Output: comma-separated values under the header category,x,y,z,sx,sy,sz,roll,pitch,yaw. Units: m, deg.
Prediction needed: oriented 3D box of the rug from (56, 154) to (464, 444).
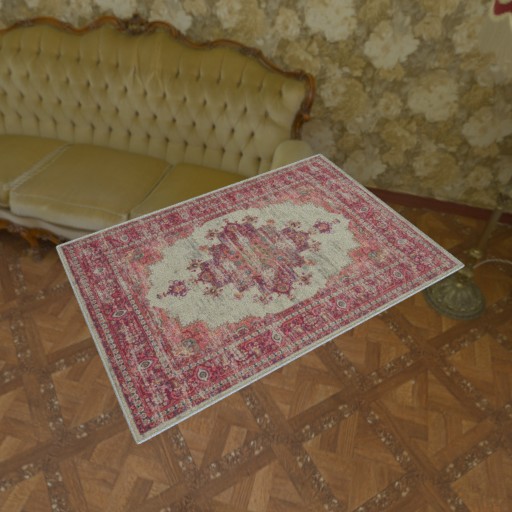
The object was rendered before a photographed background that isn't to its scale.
category,x,y,z,sx,sy,sz,roll,pitch,yaw
rug,0.000,0.000,3.784,2.878,0.014,2.005,-23,50,-21
